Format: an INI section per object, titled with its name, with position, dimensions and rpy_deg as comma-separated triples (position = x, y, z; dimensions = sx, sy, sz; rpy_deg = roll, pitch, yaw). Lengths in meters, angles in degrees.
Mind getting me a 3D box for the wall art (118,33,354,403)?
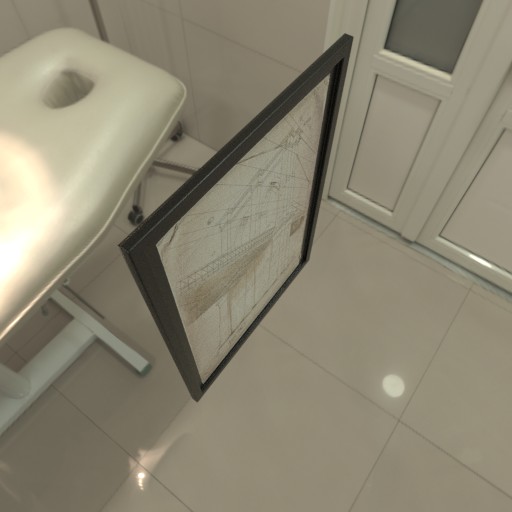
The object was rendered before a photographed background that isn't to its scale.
[wall art]
position = 0.000, 0.000, 0.854
dimensions = 0.016, 0.657, 0.480
rpy_deg = 32, 64, 18
